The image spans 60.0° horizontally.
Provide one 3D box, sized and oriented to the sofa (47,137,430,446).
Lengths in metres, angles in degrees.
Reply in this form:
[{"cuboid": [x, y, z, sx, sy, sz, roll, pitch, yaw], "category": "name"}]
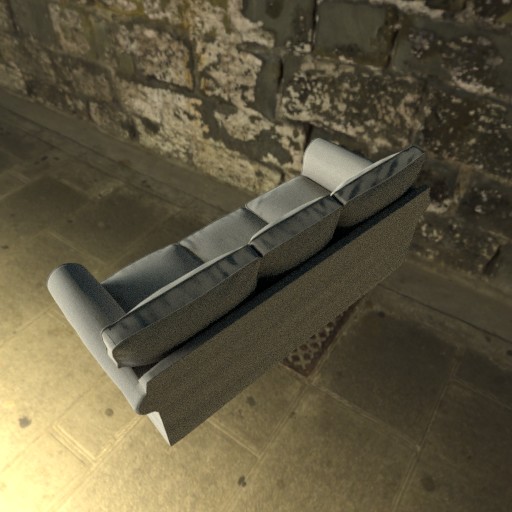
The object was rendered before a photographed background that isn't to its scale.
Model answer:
[{"cuboid": [0.000, 0.000, 2.586, 2.084, 0.961, 0.916, -32, 53, -28], "category": "sofa"}]
